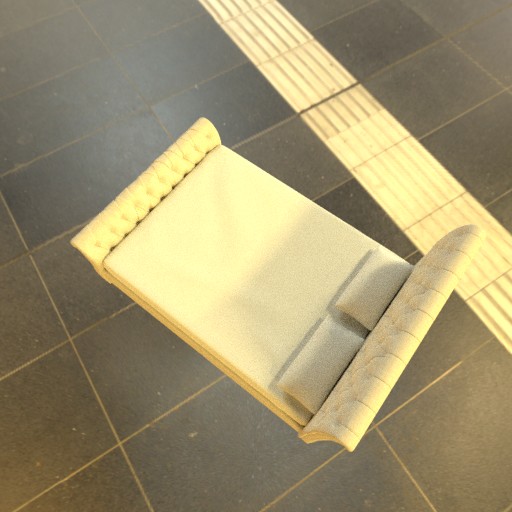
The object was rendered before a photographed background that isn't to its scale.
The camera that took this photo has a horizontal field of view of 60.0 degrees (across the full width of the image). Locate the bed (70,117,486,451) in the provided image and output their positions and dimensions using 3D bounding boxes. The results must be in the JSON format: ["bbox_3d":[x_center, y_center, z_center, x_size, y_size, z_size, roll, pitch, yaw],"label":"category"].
[{"bbox_3d":[0.000,0.000,3.418,2.493,1.268,1.606,35,70,15],"label":"bed"}]
